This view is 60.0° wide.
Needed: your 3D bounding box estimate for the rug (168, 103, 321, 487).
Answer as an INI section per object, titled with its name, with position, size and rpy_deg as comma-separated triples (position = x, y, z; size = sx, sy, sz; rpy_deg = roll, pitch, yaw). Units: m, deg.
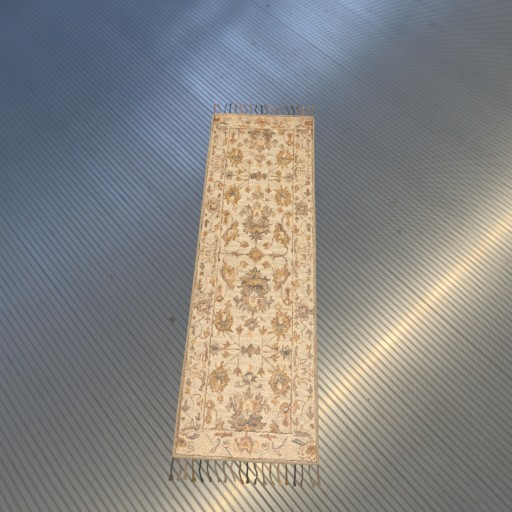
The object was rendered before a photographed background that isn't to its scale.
[rug]
position = 0.000, 0.000, 2.648
size = 0.729, 0.021, 2.438
rpy_deg = 2, 63, 1
